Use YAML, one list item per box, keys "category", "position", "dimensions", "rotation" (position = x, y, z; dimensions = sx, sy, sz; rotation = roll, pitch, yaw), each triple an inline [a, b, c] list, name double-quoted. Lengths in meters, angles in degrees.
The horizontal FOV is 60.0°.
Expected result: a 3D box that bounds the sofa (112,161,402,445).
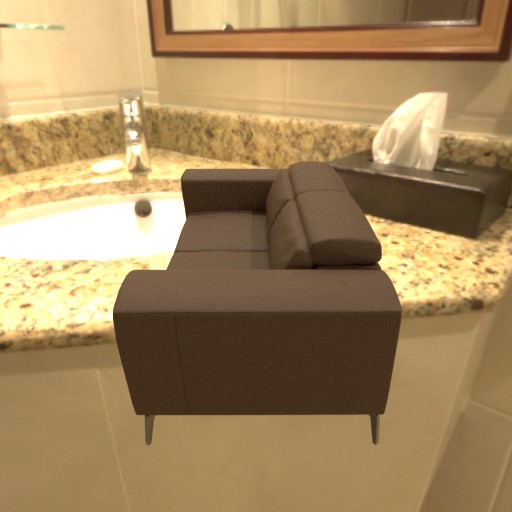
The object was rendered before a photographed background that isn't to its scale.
- category: "sofa"
  position: [0.000, 0.000, 2.417]
  dimensions: [1.003, 0.779, 1.895]
  rotation: [0, 25, 0]
